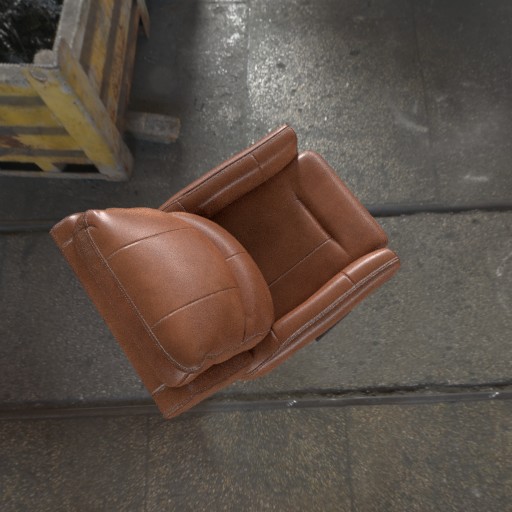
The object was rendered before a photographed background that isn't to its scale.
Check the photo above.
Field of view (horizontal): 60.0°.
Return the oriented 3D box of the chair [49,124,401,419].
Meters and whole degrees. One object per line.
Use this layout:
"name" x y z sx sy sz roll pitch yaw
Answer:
"chair" 0.000 0.000 1.746 1.072 1.016 0.821 -35 77 -9
